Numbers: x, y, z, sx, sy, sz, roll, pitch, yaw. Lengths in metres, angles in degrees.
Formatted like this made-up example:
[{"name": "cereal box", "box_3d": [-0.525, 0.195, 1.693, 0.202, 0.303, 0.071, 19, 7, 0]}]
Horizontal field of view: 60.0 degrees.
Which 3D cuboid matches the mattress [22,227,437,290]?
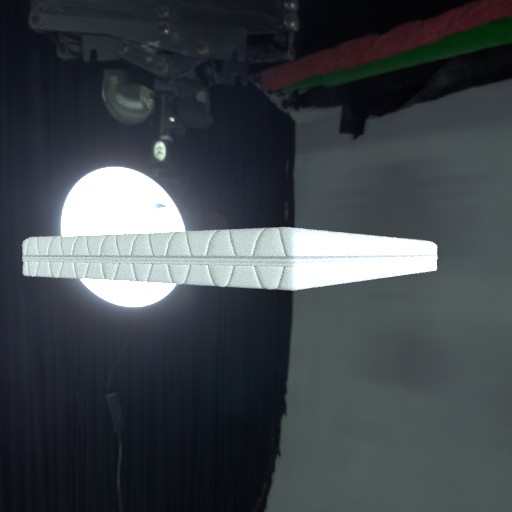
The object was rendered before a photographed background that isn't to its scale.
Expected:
[{"name": "mattress", "box_3d": [0.000, 0.000, 2.581, 1.600, 0.200, 1.900, 0, 0, 34]}]
